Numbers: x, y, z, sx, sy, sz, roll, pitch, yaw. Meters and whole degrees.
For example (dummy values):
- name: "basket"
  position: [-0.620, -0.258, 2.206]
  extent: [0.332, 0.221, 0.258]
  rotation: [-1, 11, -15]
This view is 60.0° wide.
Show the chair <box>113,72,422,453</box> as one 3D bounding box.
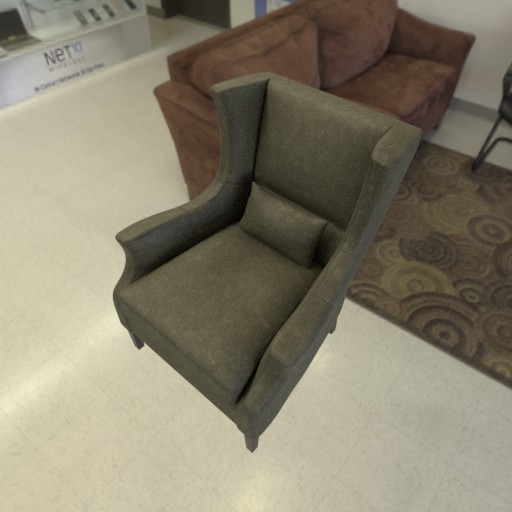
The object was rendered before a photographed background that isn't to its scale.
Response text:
- name: "chair"
  position: [0.000, 0.000, 1.718]
  extent: [0.853, 1.016, 0.926]
  rotation: [32, 54, 27]
